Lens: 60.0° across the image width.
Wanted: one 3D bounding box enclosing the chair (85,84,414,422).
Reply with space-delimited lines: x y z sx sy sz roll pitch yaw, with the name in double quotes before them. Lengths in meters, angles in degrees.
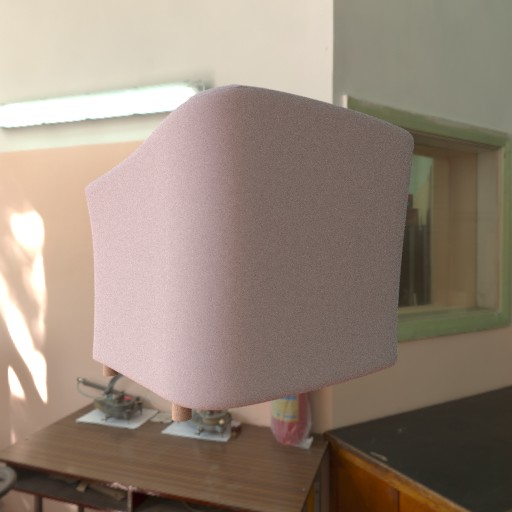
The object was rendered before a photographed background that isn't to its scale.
"chair" 0.000 0.000 1.319 0.790 0.720 0.700 -1 1 -38
